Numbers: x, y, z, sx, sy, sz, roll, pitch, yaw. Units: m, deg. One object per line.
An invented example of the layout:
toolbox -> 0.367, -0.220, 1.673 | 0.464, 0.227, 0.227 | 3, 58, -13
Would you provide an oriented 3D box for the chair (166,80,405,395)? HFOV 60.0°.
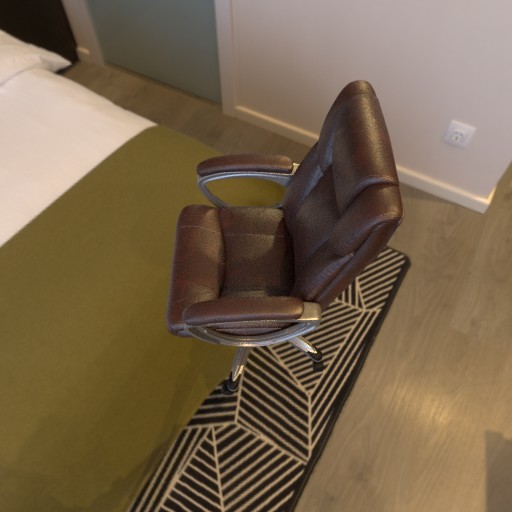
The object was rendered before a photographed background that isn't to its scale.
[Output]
chair -> 0.000, 0.000, 1.565 | 0.692, 1.128, 0.656 | 0, 56, 0
